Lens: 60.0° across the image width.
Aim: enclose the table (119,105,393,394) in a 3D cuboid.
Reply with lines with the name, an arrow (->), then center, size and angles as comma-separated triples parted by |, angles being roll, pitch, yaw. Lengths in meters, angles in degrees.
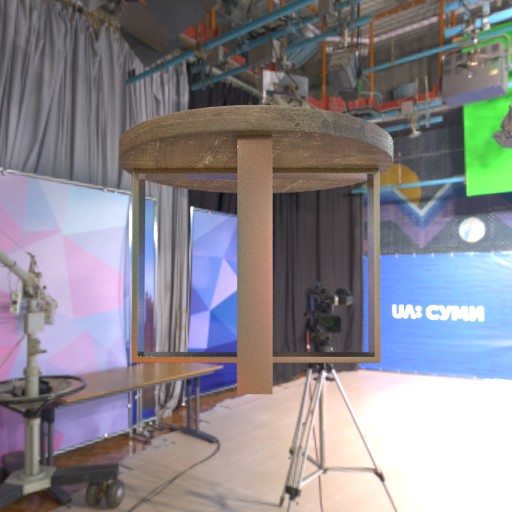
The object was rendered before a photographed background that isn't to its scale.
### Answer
table -> 0.000, 0.000, 0.937 | 0.557, 0.437, 0.557 | 0, -2, 0
